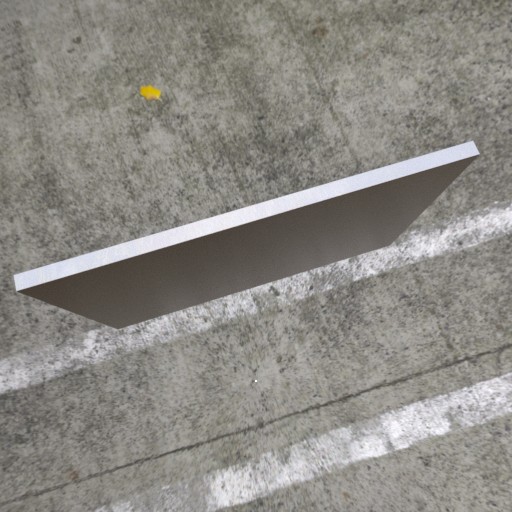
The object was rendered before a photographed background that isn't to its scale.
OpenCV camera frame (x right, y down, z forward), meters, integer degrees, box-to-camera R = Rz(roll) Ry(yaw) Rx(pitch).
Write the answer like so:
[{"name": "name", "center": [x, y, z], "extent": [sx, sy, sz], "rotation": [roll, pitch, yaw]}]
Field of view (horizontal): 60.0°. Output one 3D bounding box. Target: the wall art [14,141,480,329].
[{"name": "wall art", "center": [0.000, 0.000, 1.417], "extent": [1.145, 0.762, 0.041], "rotation": [-17, 75, -5]}]
